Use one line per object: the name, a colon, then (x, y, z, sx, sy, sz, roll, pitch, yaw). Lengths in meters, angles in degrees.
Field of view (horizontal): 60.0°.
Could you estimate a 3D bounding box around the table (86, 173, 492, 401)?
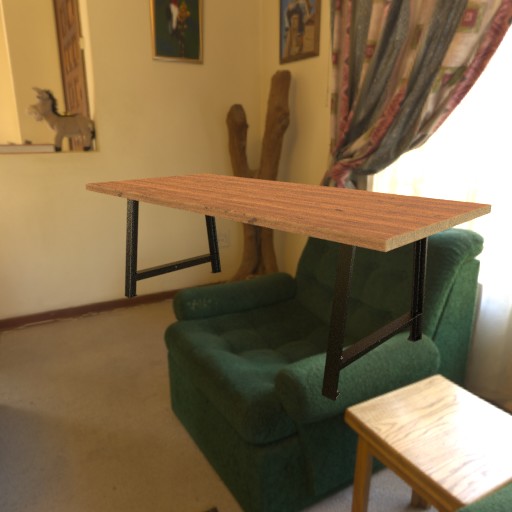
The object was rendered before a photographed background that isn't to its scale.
table: (0.000, 0.000, 2.633, 2.200, 0.757, 1.000, 15, 22, 43)
